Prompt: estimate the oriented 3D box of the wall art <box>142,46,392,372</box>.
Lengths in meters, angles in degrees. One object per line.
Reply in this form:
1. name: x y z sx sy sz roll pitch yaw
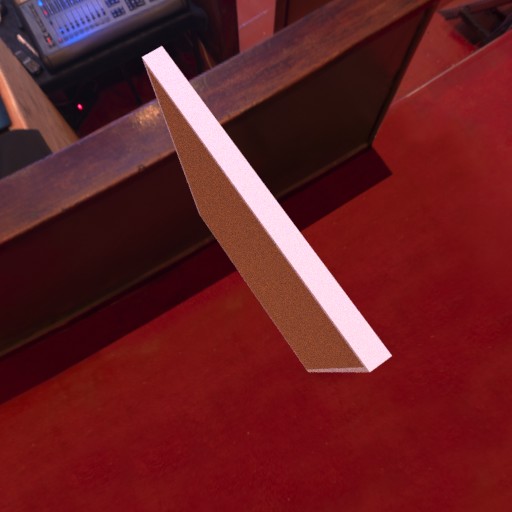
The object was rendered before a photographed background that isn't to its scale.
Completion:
1. wall art: 0.000 0.000 0.753 0.030 0.549 0.443 -33 78 -8
